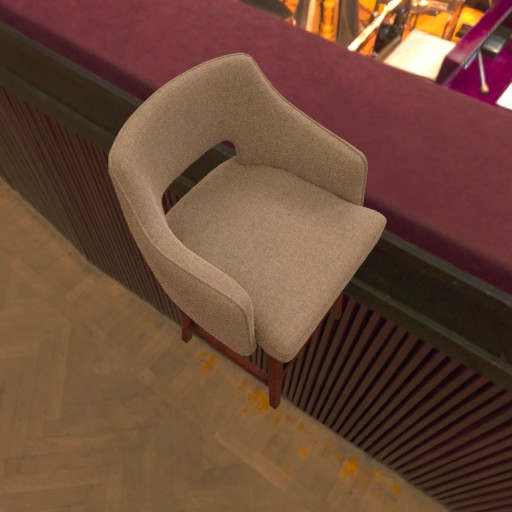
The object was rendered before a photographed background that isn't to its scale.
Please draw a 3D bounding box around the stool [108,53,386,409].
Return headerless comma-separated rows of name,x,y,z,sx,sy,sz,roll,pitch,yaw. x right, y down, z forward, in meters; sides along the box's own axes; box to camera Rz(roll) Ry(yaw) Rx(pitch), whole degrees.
stool,0.000,0.000,1.320,0.558,0.944,0.599,32,62,19
